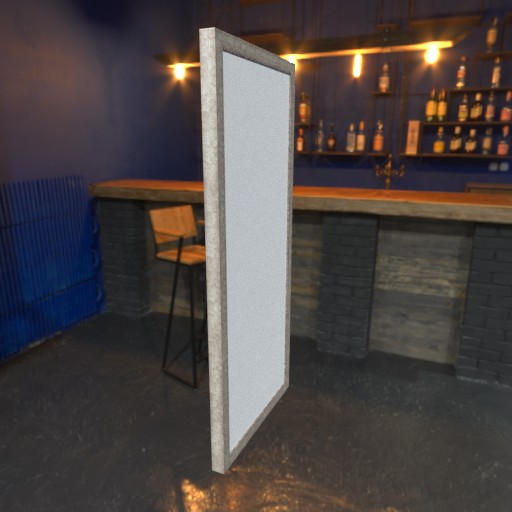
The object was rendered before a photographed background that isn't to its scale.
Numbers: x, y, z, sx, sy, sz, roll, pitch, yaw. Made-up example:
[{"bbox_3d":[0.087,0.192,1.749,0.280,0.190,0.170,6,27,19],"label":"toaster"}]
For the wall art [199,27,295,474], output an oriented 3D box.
[{"bbox_3d":[0.000,0.000,1.701,0.051,1.461,0.648,7,16,24],"label":"wall art"}]
